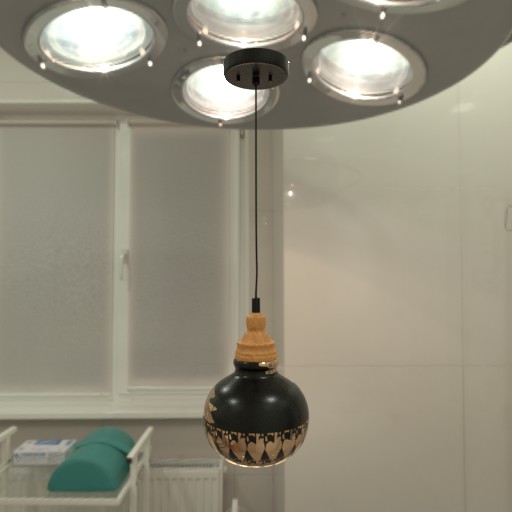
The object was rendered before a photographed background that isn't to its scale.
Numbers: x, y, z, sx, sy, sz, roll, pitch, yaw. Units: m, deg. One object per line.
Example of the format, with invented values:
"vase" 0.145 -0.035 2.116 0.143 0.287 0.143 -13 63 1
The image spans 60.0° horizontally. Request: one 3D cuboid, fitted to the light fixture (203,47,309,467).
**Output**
"light fixture" 0.000 0.000 1.828 0.430 1.606 0.430 0 -2 0
